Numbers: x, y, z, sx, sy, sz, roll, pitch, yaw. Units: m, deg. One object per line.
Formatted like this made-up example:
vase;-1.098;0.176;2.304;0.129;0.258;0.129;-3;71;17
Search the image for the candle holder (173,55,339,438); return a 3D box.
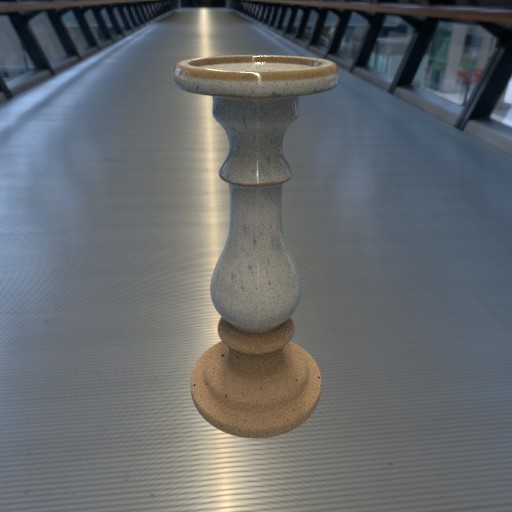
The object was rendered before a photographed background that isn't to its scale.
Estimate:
candle holder;0.000;0.000;0.252;0.088;0.203;0.088;0;29;0
